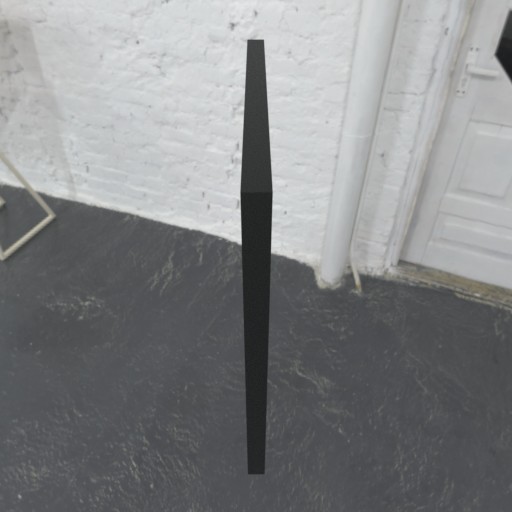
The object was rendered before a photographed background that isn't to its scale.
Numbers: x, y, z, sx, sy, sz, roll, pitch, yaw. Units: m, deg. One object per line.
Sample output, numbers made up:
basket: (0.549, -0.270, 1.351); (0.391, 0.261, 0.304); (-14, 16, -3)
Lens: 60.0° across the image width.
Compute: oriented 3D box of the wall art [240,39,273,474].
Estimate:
wall art: (0.000, 0.000, 0.514); (0.019, 0.381, 0.330); (0, 40, 0)
